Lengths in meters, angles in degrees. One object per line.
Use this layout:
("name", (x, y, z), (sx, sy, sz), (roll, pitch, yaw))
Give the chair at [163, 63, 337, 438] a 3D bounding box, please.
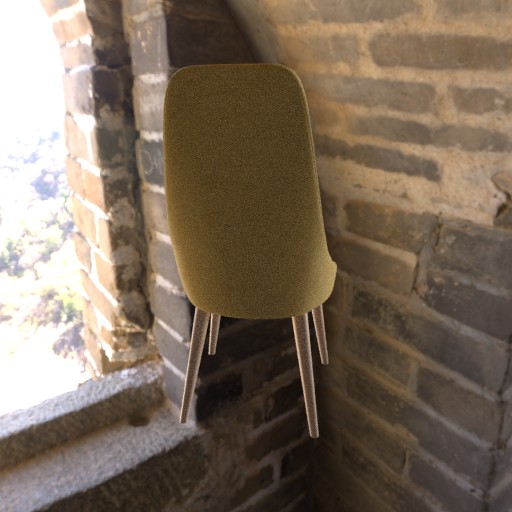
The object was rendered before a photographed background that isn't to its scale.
("chair", (0.000, 0.000, 1.395), (0.510, 1.040, 0.660), (3, 16, 9))
